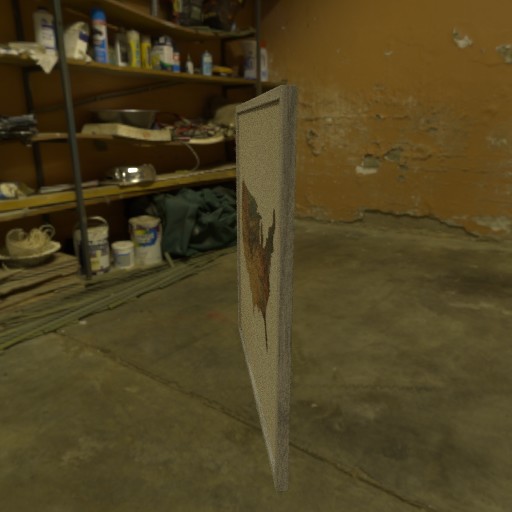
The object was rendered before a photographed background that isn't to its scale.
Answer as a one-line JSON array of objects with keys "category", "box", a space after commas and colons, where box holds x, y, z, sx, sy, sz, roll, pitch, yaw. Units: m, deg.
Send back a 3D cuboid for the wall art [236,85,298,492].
[{"category": "wall art", "box": [0.000, 0.000, 0.761, 0.016, 0.507, 0.508, -2, 16, -8]}]
